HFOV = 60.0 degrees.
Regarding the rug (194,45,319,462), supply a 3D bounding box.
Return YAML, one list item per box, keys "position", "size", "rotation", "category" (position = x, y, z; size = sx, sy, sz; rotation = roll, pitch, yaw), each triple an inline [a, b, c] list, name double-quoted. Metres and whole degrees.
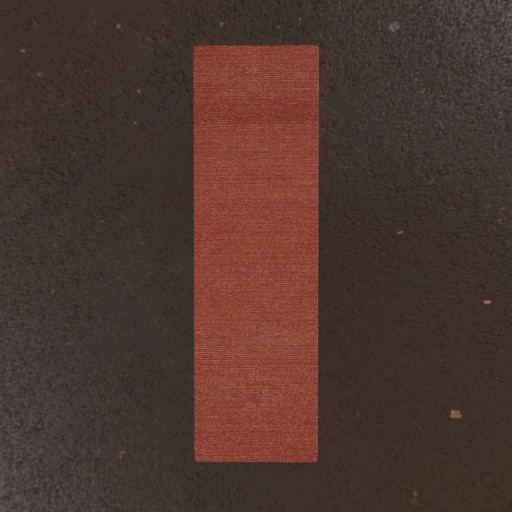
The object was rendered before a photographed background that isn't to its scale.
- position: [0.000, 0.000, 2.457]
  size: [0.687, 0.012, 2.307]
  rotation: [0, 91, 1]
  category: "rug"
